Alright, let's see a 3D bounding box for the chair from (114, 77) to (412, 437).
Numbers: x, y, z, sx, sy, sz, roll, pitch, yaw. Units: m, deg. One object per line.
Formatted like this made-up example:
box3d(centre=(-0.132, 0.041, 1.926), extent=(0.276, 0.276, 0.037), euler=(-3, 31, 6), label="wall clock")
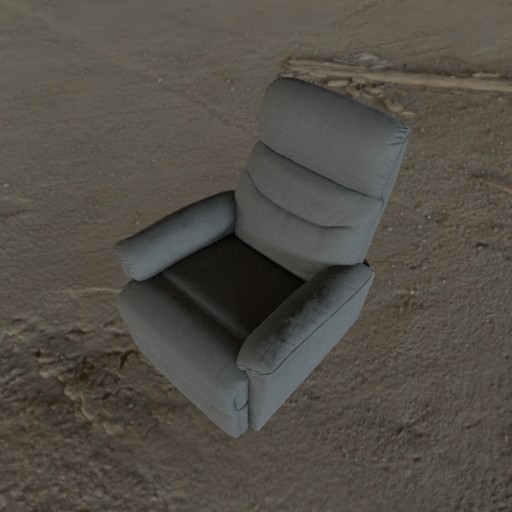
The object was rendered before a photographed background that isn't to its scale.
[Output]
box3d(centre=(0.000, 0.000, 1.761), extent=(0.820, 1.037, 1.004), euler=(34, 55, 28), label="chair")
